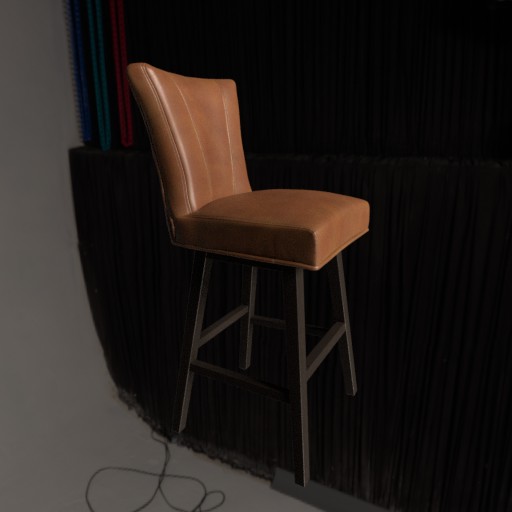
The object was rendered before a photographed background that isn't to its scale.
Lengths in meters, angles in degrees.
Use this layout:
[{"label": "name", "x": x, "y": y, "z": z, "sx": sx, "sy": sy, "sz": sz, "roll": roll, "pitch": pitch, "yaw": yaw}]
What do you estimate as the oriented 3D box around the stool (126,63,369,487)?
[{"label": "stool", "x": 0.000, "y": 0.000, "z": 1.390, "sx": 0.585, "sy": 1.094, "sz": 0.522, "roll": 8, "pitch": 18, "yaw": 26}]
